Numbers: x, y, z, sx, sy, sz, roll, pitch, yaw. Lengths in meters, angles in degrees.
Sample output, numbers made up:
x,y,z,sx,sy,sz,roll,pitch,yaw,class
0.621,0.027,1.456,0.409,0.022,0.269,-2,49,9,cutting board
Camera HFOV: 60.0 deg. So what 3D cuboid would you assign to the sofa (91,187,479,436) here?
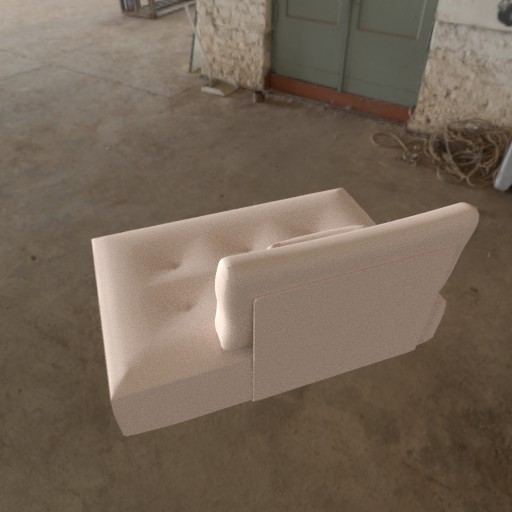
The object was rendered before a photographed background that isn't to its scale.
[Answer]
x,y,z,sx,sy,sz,roll,pitch,yaw,class
0.000,0.000,2.043,1.450,0.820,1.000,-13,43,-14,sofa
